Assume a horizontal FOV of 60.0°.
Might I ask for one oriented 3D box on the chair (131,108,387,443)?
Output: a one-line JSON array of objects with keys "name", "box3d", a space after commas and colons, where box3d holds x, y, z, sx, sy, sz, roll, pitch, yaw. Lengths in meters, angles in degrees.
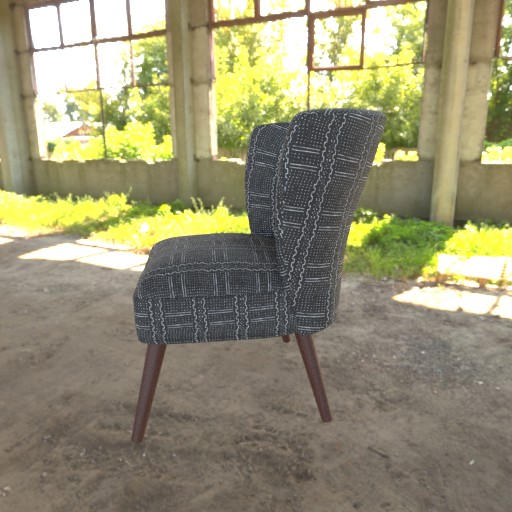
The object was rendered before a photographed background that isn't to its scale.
[{"name": "chair", "box3d": [0.000, 0.000, 1.410, 0.758, 0.866, 0.710, -2, 14, -8]}]
